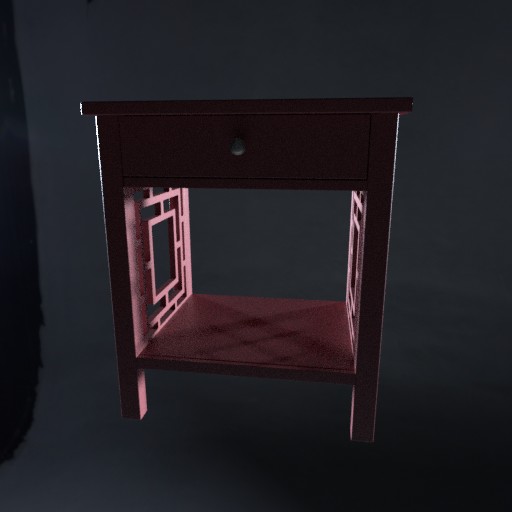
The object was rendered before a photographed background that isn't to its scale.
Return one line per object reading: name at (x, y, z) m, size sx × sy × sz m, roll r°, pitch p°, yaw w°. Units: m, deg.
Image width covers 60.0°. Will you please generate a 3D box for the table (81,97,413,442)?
table at (0.000, 0.000, 1.079) m, size 0.599 × 0.686 × 0.451 m, roll 2°, pitch 15°, yaw 8°
